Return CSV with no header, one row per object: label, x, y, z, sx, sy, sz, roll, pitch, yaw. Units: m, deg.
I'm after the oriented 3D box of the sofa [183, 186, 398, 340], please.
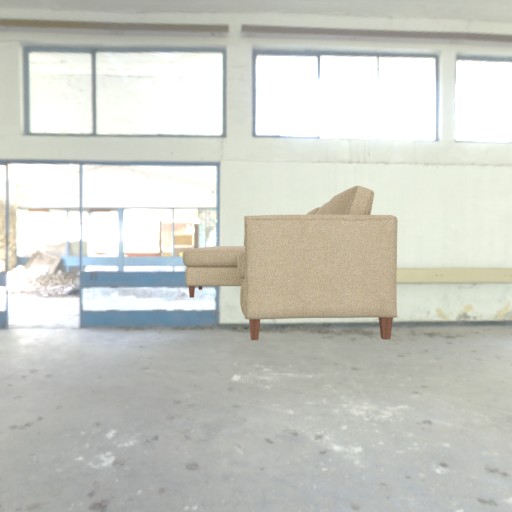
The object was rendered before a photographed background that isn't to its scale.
sofa,0.000,0.000,3.975,1.502,0.876,3.201,0,1,-1
